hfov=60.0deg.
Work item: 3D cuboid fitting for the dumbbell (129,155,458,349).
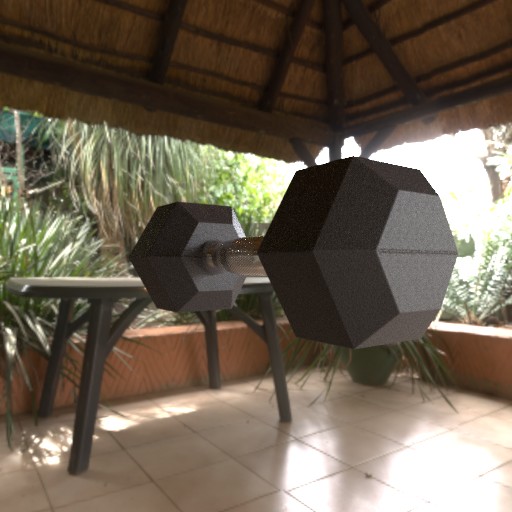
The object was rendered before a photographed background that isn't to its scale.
[{"bbox_3d":[0.000,0.000,0.352,0.116,0.101,0.297,1,-1,-35],"label":"dumbbell"}]
